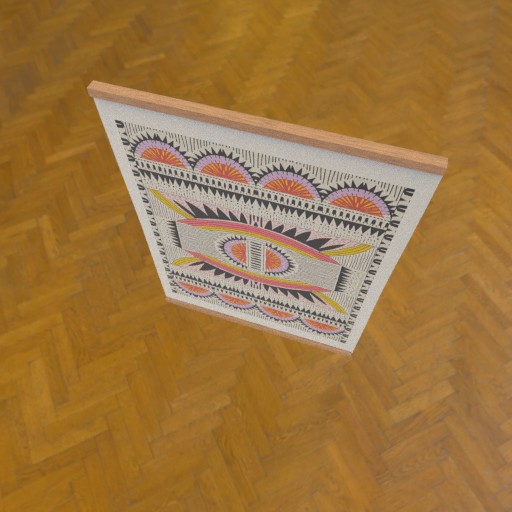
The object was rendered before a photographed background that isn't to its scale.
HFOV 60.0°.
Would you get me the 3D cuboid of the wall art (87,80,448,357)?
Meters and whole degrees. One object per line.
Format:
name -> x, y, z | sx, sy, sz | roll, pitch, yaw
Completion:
wall art -> 0.000, 0.000, 1.327 | 0.765, 1.016, 0.028 | 15, 59, 10
